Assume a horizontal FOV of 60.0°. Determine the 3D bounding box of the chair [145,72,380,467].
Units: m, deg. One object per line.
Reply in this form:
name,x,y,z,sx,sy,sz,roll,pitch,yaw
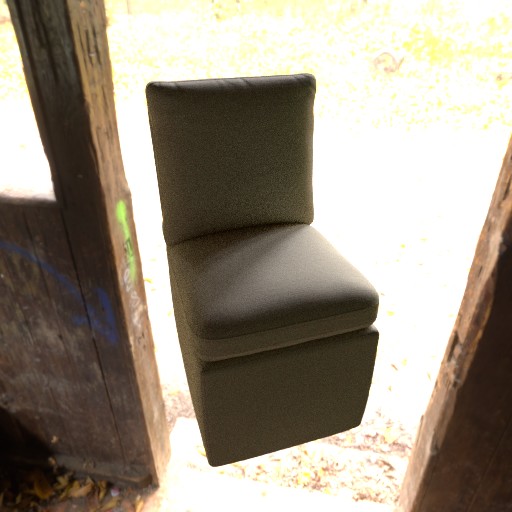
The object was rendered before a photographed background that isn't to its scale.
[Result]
chair,0.000,0.000,1.307,0.503,0.927,0.698,-9,33,-15
